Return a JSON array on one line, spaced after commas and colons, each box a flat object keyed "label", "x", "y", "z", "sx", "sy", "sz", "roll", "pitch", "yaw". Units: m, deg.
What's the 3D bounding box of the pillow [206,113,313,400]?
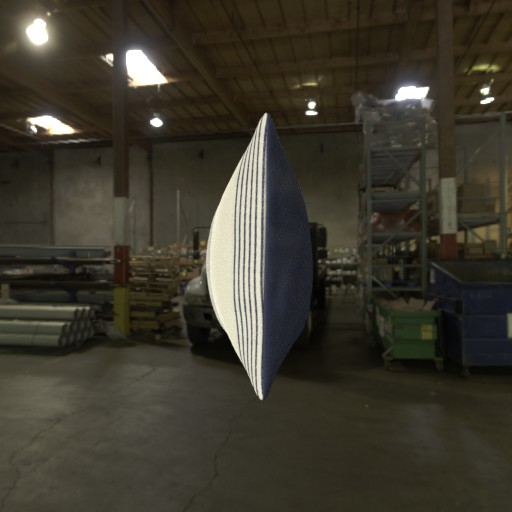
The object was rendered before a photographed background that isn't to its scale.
[{"label": "pillow", "x": 0.000, "y": 0.000, "z": 0.730, "sx": 0.151, "sy": 0.287, "sz": 0.610, "roll": 0, "pitch": 0, "yaw": -1}]
